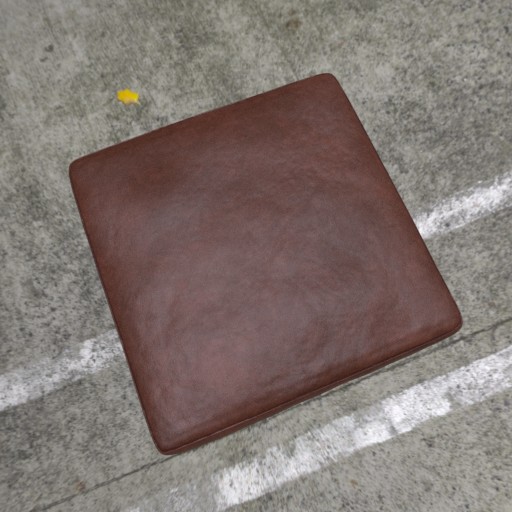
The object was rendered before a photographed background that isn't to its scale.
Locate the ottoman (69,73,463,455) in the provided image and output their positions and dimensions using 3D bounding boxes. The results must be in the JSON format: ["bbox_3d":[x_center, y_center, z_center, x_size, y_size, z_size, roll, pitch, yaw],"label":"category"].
[{"bbox_3d":[0.000,0.000,1.309,0.836,0.415,0.844,-21,76,-6],"label":"ottoman"}]
